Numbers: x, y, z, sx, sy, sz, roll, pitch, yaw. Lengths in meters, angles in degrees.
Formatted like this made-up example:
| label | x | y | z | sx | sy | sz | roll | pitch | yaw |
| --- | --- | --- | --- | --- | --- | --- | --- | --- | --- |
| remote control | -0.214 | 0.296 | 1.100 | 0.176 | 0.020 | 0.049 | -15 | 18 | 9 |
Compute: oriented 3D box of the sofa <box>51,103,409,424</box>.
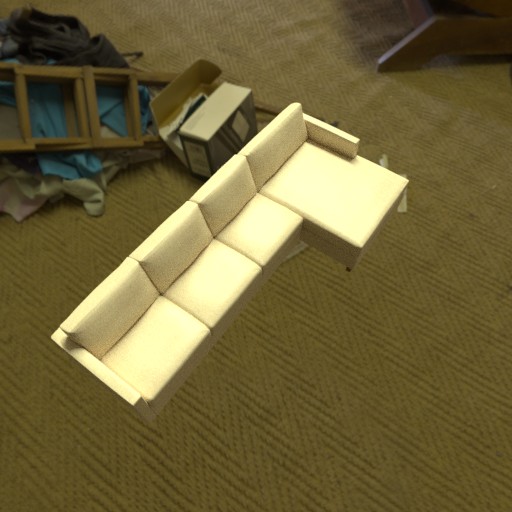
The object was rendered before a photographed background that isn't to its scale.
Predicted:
| label | x | y | z | sx | sy | sz | roll | pitch | yaw |
| --- | --- | --- | --- | --- | --- | --- | --- | --- | --- |
| sofa | 0.000 | 0.000 | 4.255 | 1.603 | 0.954 | 3.471 | 31 | 62 | 18 |
